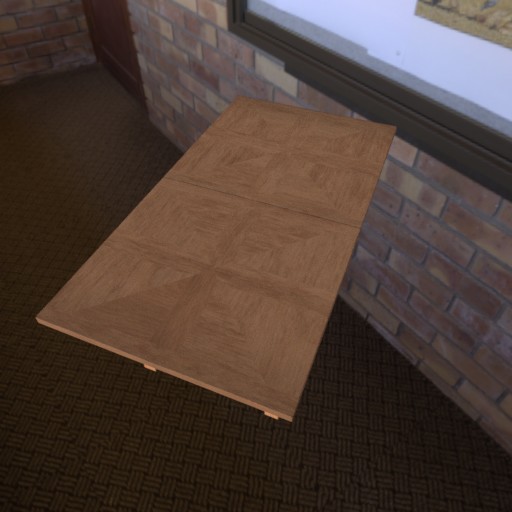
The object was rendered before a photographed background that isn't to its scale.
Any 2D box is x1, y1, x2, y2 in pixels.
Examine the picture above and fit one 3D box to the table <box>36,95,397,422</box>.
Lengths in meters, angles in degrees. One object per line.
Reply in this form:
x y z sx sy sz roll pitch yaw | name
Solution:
0.000 0.000 2.403 1.016 0.768 1.881 16 49 15 | table
